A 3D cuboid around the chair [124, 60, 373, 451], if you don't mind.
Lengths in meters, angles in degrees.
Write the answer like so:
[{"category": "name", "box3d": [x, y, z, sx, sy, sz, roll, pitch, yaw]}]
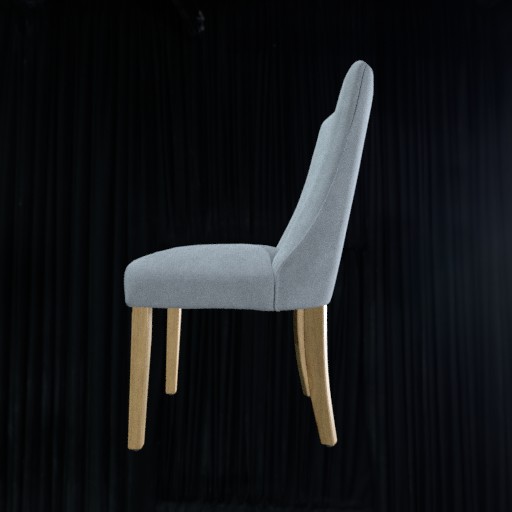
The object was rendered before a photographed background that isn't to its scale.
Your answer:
[{"category": "chair", "box3d": [0.000, 0.000, 1.241, 0.610, 0.902, 0.495, 0, -1, 0]}]
